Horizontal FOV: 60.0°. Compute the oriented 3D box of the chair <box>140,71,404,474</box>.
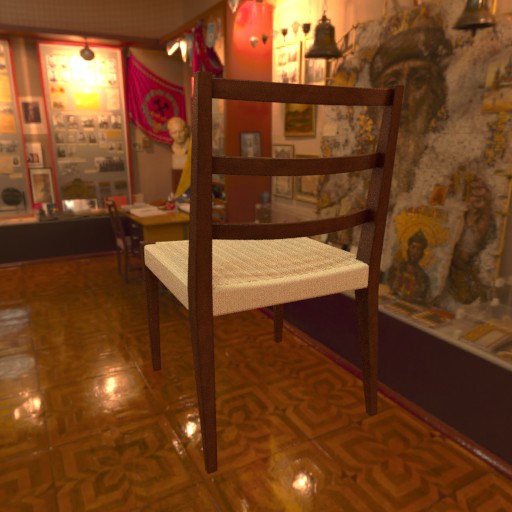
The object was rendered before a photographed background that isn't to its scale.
[{"bbox_3d":[0.000,0.000,1.157,0.480,0.813,0.551,-8,17,-26],"label":"chair"}]
